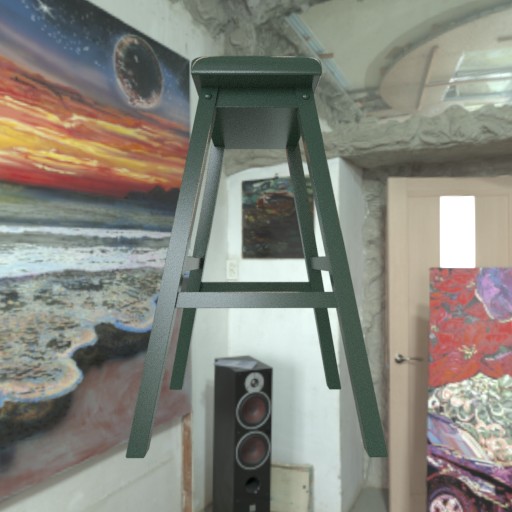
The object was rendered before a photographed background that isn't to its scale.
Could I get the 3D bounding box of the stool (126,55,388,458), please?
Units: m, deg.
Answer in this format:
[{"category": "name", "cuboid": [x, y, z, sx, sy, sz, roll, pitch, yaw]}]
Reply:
[{"category": "stool", "cuboid": [0.000, 0.000, 1.036, 0.476, 0.737, 0.457, 0, -1, 0]}]
